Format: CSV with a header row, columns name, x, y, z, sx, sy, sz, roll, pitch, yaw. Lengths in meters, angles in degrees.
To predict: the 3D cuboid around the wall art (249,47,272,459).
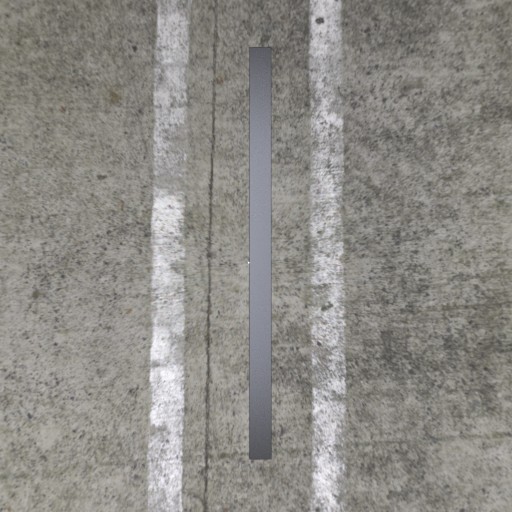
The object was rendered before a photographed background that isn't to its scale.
name,x,y,z,sx,sy,sz,roll,pitch,yaw
wall art,0.000,0.000,1.369,0.043,1.046,0.788,0,89,-1
